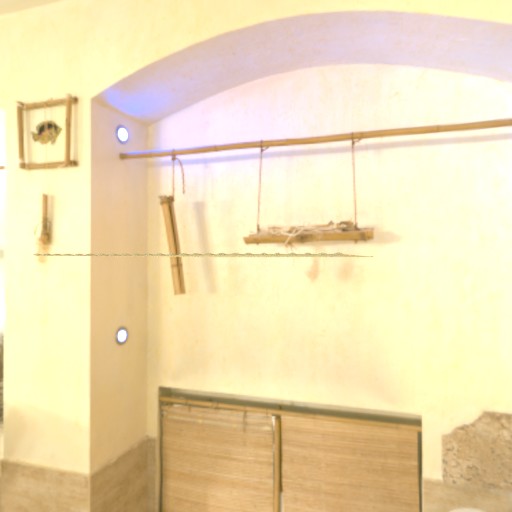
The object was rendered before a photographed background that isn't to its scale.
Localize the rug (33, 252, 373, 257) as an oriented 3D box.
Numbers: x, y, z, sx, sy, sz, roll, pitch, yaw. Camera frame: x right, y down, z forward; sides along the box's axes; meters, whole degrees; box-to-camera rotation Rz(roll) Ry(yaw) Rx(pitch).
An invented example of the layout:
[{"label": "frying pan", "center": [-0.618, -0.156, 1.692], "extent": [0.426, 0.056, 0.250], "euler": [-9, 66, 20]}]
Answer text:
[{"label": "rug", "center": [0.000, 0.000, 2.569], "extent": [1.222, 0.009, 2.084], "euler": [0, 0, 17]}]
